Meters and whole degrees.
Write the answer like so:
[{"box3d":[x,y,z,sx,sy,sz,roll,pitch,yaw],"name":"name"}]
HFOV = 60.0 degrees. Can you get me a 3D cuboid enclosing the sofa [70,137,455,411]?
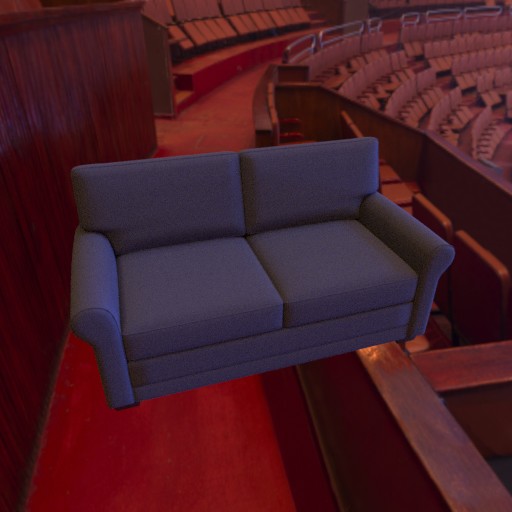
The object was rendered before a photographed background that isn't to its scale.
[{"box3d":[0.000,0.000,2.509,1.930,1.020,0.940,-9,32,-15],"name":"sofa"}]
